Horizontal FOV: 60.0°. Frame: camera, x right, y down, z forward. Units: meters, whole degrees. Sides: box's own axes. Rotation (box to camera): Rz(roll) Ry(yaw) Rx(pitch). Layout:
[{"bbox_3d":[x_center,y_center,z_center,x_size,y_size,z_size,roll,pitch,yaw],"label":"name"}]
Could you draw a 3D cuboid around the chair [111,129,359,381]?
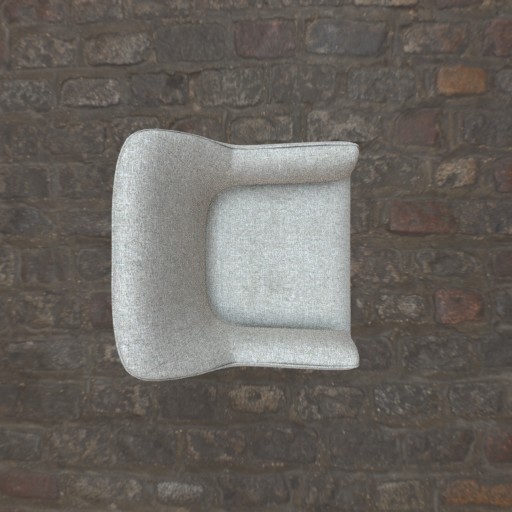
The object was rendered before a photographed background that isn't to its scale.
[{"bbox_3d":[0.000,0.000,1.204,0.519,0.803,0.543,0,90,2],"label":"chair"}]
